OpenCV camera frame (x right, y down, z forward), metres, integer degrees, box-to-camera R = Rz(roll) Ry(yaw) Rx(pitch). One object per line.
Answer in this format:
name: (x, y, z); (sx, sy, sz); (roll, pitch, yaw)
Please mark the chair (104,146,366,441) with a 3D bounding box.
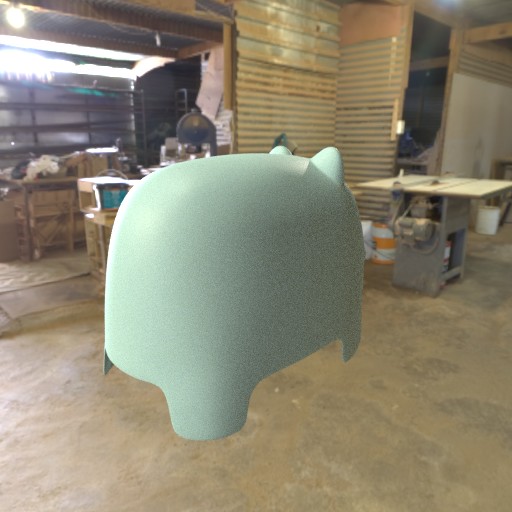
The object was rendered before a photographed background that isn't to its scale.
chair: (0.000, 0.000, 0.891); (0.619, 0.423, 0.364); (-14, 21, -42)
